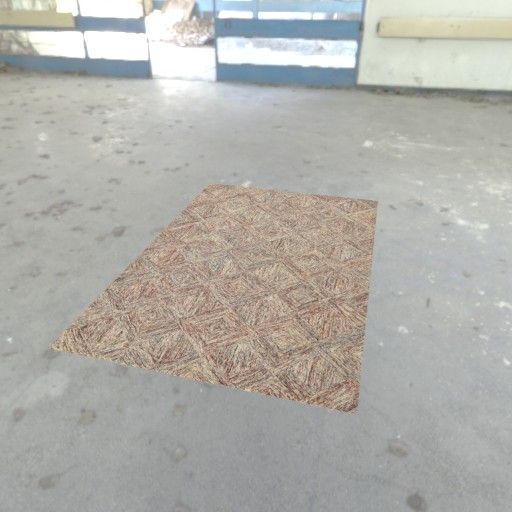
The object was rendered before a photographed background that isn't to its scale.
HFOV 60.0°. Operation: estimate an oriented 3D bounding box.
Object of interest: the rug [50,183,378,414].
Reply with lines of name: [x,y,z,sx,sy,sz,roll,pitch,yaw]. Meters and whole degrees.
rug: [0.000,0.000,2.999,1.523,0.019,2.285,8,32,13]
